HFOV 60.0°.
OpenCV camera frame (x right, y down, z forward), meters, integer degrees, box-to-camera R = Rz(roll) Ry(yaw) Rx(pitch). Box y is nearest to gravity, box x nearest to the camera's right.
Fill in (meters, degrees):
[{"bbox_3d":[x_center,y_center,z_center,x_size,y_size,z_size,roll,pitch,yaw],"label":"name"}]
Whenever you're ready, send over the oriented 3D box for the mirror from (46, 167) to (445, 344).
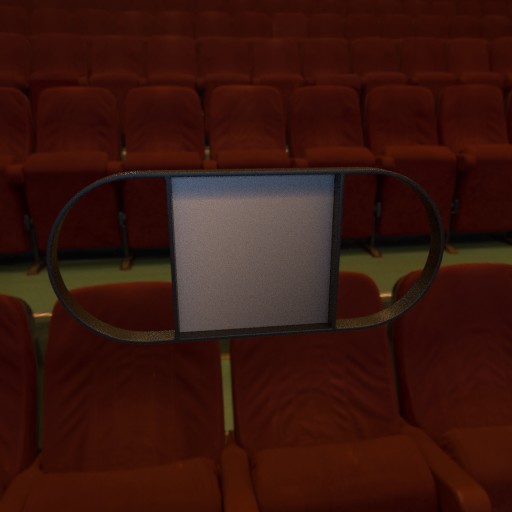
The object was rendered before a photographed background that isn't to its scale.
[{"bbox_3d":[0.000,0.000,0.662,0.584,0.254,0.032,-2,18,-8],"label":"mirror"}]
